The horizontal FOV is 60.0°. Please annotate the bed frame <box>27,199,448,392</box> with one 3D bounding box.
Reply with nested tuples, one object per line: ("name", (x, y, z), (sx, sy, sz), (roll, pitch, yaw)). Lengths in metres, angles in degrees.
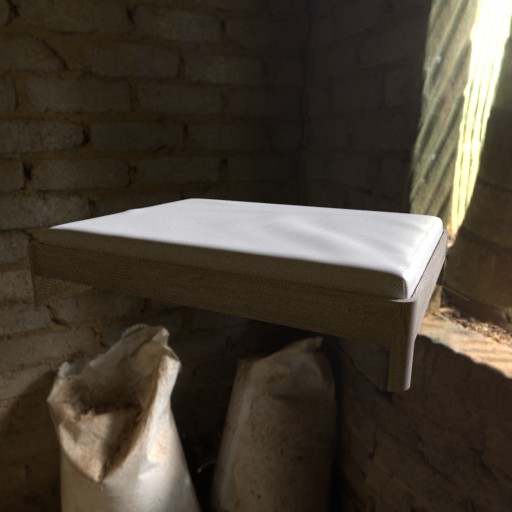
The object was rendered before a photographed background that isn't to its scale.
("bed frame", (0.000, 0.000, 2.580), (1.950, 0.462, 1.490), (7, 17, 26))
